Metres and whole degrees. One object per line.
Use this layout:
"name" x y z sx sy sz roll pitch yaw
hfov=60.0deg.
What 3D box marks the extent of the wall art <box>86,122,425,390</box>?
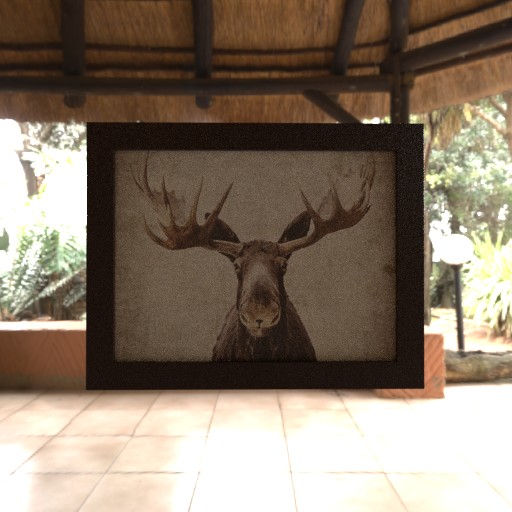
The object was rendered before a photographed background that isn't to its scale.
"wall art" 0.000 0.000 1.597 1.207 0.952 0.034 0 0 -1
